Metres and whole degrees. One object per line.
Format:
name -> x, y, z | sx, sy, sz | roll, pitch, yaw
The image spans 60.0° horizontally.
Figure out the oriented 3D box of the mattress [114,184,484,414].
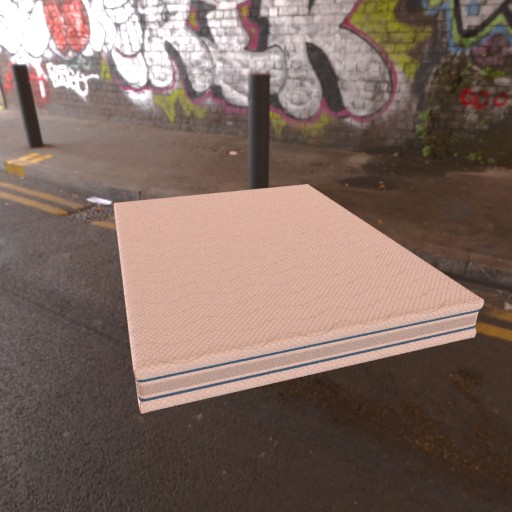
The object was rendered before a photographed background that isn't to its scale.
mattress -> 0.000, 0.000, 2.748 | 1.600, 0.230, 2.000 | -8, 27, -16
